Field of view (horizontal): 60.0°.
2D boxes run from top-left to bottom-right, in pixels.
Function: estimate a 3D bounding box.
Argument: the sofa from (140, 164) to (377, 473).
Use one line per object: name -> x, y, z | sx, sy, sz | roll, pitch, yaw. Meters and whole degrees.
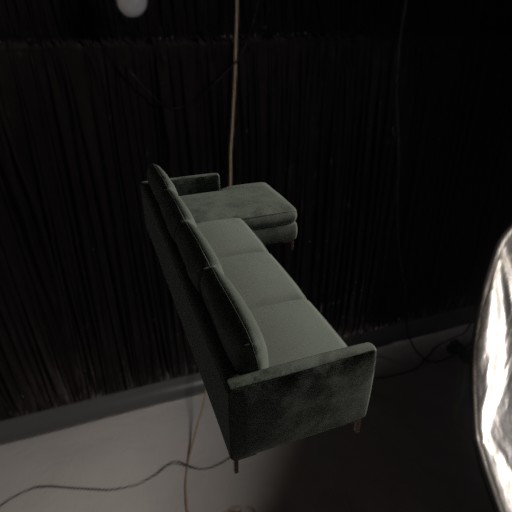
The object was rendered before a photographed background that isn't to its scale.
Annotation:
sofa -> 0.000, 0.000, 3.199 | 1.255, 0.756, 2.725 | -10, 31, -18
